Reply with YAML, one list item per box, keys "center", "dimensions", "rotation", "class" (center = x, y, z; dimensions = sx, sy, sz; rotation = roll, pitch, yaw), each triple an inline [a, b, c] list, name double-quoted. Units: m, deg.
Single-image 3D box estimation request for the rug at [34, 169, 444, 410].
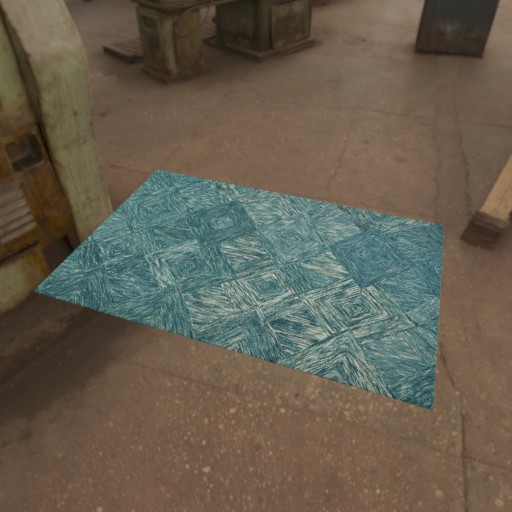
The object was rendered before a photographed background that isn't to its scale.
- center: [0.000, 0.000, 2.874]
  dimensions: [2.277, 0.015, 1.490]
  rotation: [13, 43, 15]
  class: "rug"
